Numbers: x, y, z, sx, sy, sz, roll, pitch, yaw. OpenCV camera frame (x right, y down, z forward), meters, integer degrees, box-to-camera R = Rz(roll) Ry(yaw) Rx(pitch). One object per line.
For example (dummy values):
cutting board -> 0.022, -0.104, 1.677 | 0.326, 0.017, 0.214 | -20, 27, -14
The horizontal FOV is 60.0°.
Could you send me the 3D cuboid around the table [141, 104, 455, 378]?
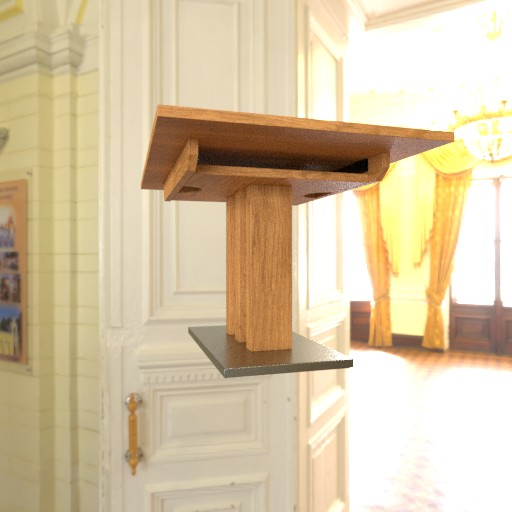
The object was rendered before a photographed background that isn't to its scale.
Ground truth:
table -> 0.000, 0.000, 1.869 | 0.900, 0.770, 1.300 | 0, 0, -16
